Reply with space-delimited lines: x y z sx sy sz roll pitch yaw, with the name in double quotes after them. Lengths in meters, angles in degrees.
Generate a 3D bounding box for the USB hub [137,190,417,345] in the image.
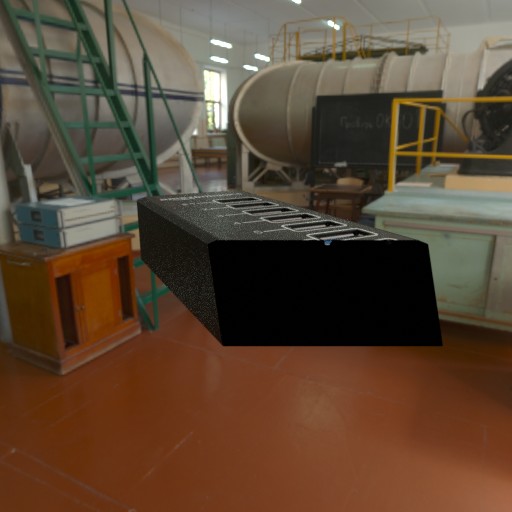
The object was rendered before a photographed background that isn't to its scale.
0.000 0.000 0.129 0.044 0.023 0.110 -8 18 -26 "USB hub"
